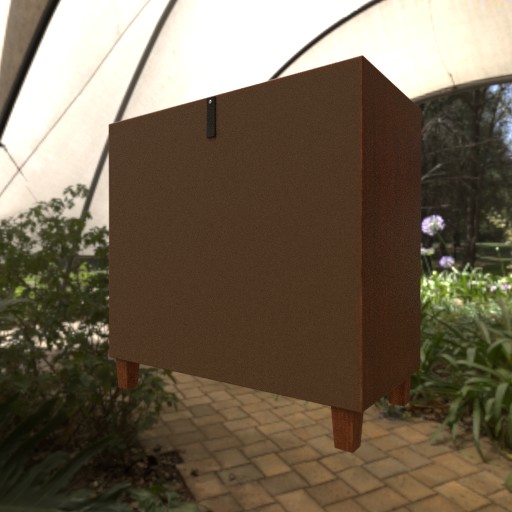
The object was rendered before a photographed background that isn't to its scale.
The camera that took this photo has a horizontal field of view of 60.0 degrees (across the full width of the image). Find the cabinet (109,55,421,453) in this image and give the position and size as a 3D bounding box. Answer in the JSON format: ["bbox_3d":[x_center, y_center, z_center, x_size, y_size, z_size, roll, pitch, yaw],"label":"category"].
[{"bbox_3d":[0.000,0.000,1.253,0.796,0.785,0.412,0,1,36],"label":"cabinet"}]
